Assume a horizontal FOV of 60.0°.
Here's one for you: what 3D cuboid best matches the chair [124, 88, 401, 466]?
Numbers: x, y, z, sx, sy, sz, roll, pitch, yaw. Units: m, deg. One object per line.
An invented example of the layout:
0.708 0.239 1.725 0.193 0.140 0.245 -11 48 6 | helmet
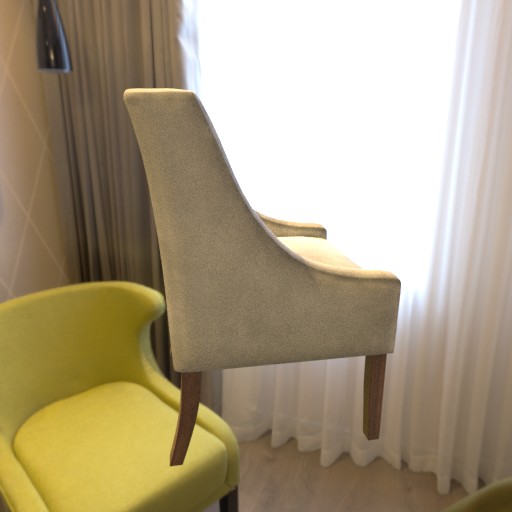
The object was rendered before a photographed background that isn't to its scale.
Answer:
0.000 0.000 1.308 0.629 0.895 0.629 -3 17 -10 | chair
